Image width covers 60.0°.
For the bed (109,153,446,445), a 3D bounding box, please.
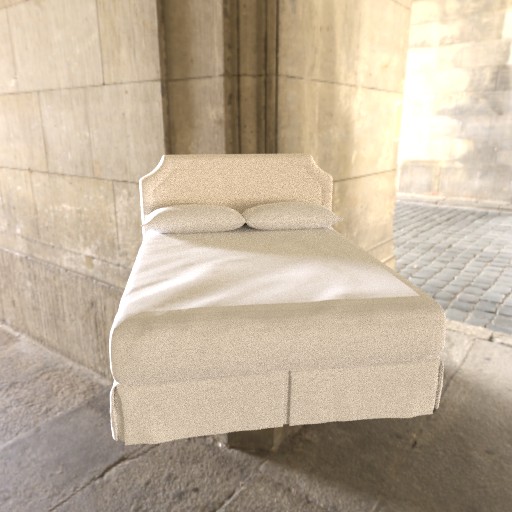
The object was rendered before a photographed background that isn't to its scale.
[{"bbox_3d":[0.000,0.000,3.722,2.134,1.524,2.548,-2,17,-8],"label":"bed"}]
